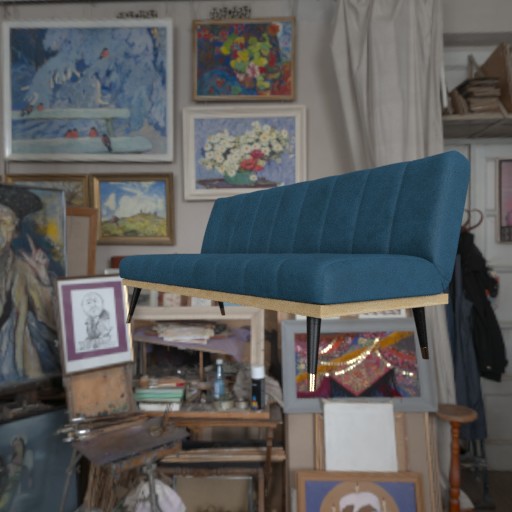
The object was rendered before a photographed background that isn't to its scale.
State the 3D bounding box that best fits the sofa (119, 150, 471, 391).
[{"bbox_3d":[0.000,0.000,2.258,0.830,0.825,1.810,0,0,-36],"label":"sofa"}]
